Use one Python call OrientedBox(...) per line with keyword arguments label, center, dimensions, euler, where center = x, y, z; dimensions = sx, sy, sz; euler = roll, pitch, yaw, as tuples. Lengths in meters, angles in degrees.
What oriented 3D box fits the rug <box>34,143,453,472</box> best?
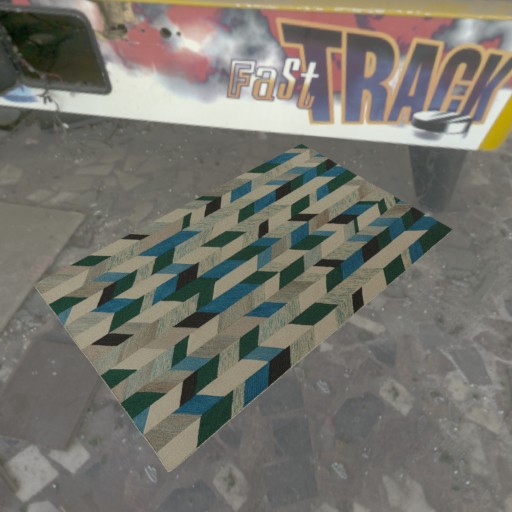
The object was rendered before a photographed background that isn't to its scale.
OrientedBox(label="rug", center=(0.000, 0.000, 2.980), dimensions=(2.433, 0.007, 1.507), euler=(-33, 55, -27))
